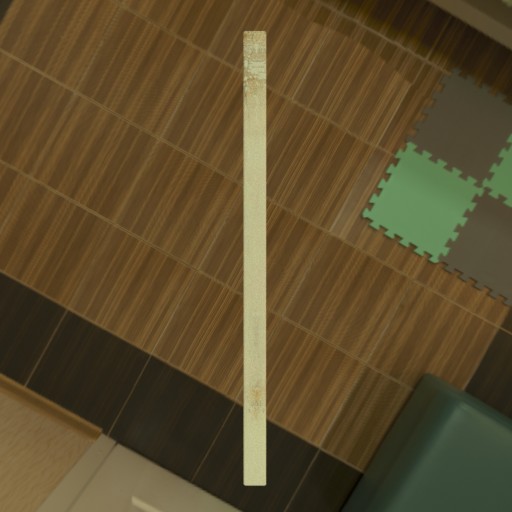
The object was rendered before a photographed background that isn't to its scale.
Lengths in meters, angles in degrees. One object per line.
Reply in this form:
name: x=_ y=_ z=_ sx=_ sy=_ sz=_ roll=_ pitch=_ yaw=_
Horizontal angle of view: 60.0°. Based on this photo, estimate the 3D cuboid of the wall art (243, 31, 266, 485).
wall art: x=0.000 y=0.000 z=1.110 sx=0.038 sy=0.755 sz=0.753 roll=0 pitch=91 yaw=0
